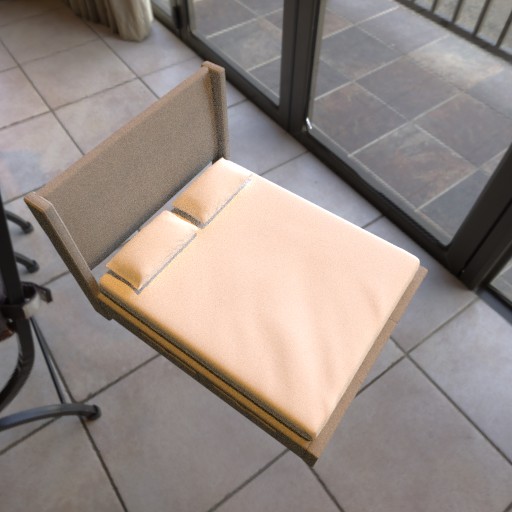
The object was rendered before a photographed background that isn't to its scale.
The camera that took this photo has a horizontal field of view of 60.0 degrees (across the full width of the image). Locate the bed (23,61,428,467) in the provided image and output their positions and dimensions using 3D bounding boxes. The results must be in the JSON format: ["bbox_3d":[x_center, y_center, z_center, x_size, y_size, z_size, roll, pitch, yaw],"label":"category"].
[{"bbox_3d":[0.000,0.000,3.333,2.222,1.491,1.774,30,61,19],"label":"bed"}]
